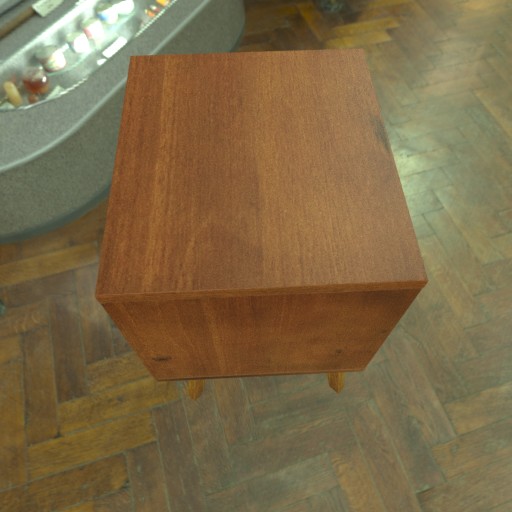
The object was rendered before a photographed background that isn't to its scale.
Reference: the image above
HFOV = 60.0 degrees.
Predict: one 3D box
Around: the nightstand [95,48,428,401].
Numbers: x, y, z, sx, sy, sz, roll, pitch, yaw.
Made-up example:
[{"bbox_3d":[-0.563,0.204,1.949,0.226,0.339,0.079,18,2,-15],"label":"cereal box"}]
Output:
[{"bbox_3d":[0.000,0.000,0.917,0.411,0.618,0.460,-3,59,-2],"label":"nightstand"}]
